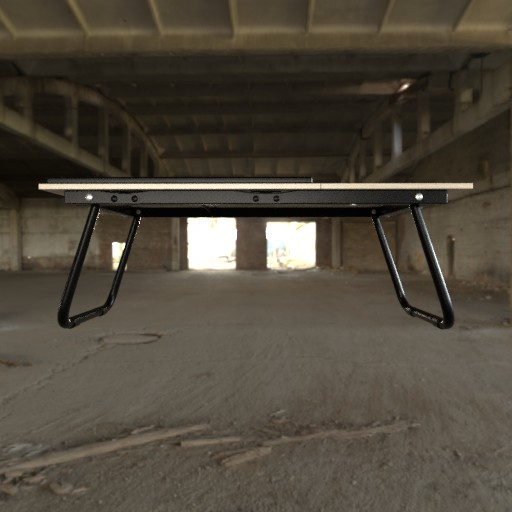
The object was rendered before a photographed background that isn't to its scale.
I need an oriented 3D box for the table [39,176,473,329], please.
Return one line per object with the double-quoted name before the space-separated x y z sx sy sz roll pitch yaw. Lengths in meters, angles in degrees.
"table" 0.000 0.000 0.816 0.644 0.242 0.322 0 1 1
